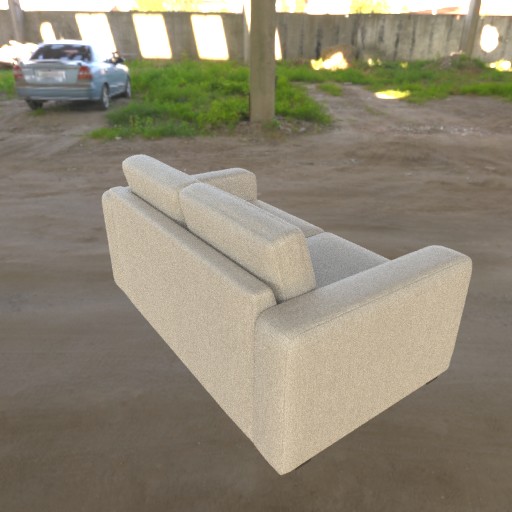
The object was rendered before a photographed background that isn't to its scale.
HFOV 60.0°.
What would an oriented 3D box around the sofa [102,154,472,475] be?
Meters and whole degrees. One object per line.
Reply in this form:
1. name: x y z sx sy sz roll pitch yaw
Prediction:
1. sofa: 0.000 0.000 2.005 0.900 0.800 1.540 -17 31 -31
